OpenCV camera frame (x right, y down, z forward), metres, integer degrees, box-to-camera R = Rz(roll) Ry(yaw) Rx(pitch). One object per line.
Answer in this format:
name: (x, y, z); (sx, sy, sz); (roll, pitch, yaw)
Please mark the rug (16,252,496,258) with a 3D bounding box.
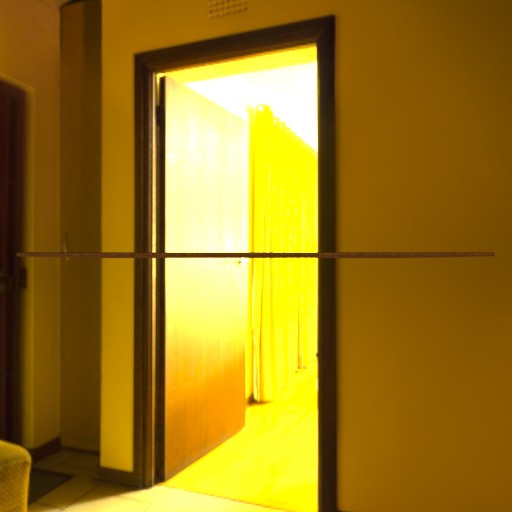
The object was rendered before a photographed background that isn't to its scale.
rug: (0.000, 0.000, 2.295); (1.829, 0.016, 1.219); (0, -1, 0)
